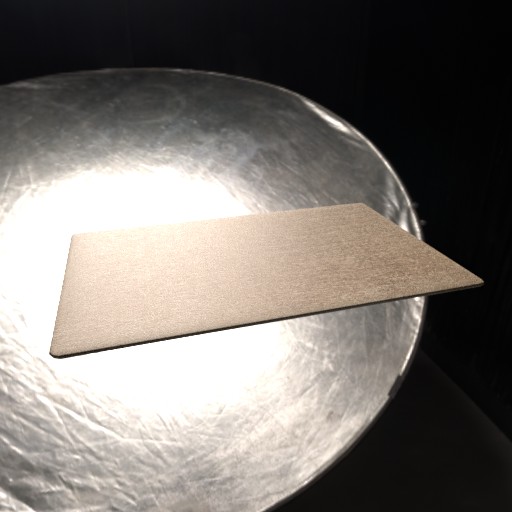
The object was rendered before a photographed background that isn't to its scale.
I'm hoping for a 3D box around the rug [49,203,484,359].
[{"bbox_3d":[0.000,0.000,3.028,2.469,0.024,1.539,-7,27,-15],"label":"rug"}]
